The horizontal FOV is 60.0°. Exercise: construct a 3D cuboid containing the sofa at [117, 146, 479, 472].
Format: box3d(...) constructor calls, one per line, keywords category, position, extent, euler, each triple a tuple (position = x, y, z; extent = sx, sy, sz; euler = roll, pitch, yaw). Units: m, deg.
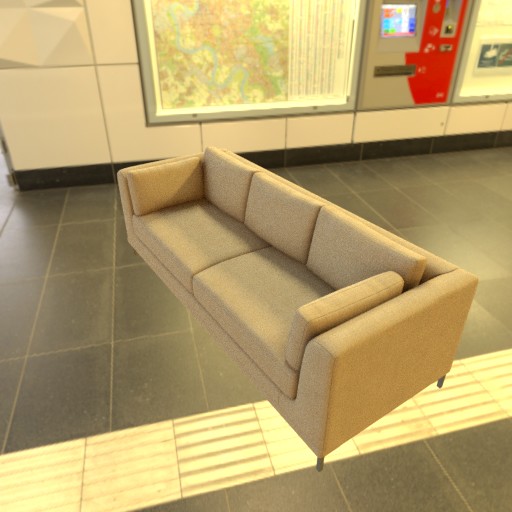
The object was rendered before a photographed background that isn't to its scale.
box3d(category="sofa", position=(0.000, 0.000, 2.911), extent=(0.969, 0.867, 2.415), euler=(-19, 36, -29))
